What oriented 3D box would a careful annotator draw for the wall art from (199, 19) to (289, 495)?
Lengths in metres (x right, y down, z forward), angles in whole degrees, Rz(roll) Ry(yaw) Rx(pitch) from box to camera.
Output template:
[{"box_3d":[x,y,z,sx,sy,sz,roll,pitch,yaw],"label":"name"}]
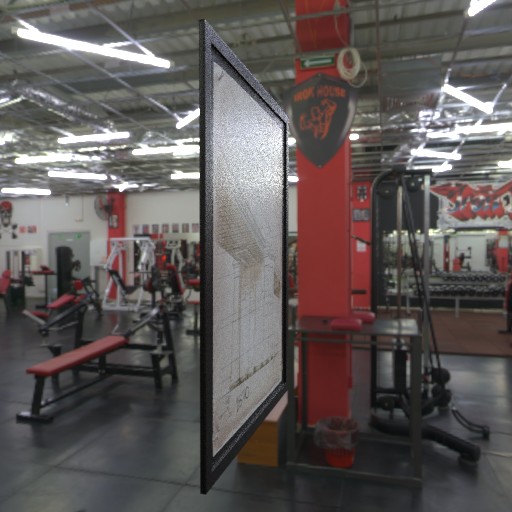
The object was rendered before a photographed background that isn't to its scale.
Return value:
[{"box_3d":[0.000,0.000,1.239,0.013,0.967,0.707,0,1,18],"label":"wall art"}]
